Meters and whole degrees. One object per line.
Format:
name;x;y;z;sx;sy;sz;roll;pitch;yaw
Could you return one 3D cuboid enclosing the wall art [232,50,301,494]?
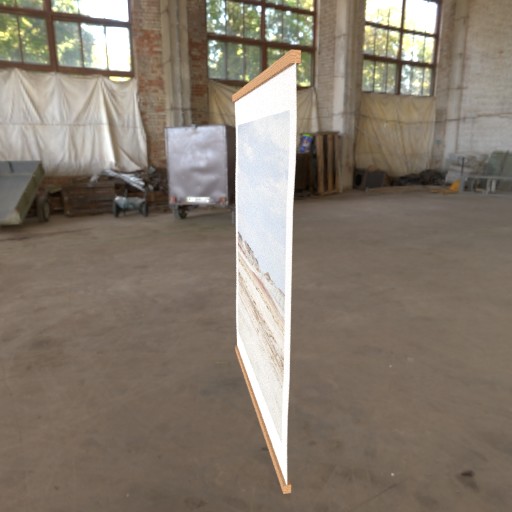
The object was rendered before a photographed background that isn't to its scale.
wall art;0.000;0.000;0.680;0.010;0.507;0.404;-3;14;-11
